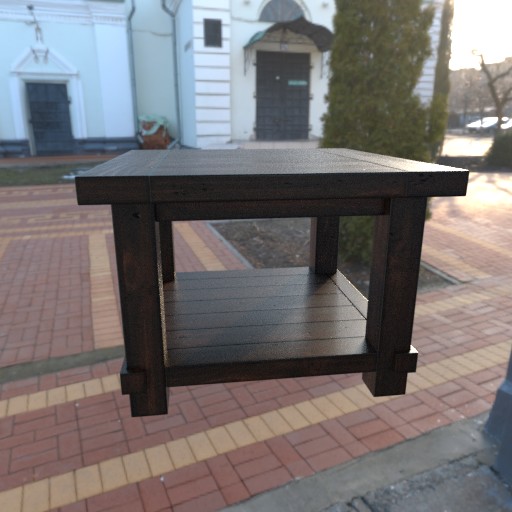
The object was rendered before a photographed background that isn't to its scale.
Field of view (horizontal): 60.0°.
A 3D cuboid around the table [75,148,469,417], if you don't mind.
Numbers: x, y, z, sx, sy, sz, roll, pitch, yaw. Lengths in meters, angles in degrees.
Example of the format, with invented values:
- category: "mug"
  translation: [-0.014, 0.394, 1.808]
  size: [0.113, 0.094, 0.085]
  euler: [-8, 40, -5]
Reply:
- category: "table"
  translation: [0.000, 0.000, 1.004]
  size: [0.593, 0.437, 0.606]
  euler: [-2, 17, -7]
